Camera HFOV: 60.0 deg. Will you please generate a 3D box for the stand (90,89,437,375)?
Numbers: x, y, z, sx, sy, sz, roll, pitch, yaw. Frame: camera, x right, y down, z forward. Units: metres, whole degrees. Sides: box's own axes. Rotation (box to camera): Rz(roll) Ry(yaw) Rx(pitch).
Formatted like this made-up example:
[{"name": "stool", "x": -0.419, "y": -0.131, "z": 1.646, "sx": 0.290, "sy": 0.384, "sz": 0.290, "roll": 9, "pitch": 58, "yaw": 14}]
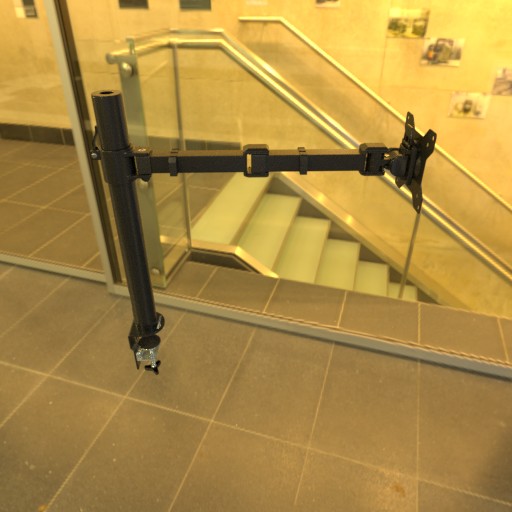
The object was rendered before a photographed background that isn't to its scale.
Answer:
[{"name": "stand", "x": 0.000, "y": 0.000, "z": 0.718, "sx": 0.456, "sy": 0.510, "sz": 0.115, "roll": -1, "pitch": 32, "yaw": -2}]
